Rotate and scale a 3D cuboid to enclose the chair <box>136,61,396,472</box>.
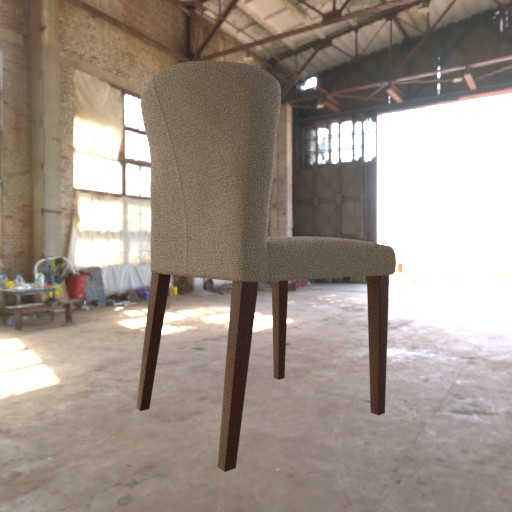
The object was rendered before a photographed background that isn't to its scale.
[{"bbox_3d":[0.000,0.000,1.186,0.589,0.839,0.491,-1,1,-37],"label":"chair"}]
